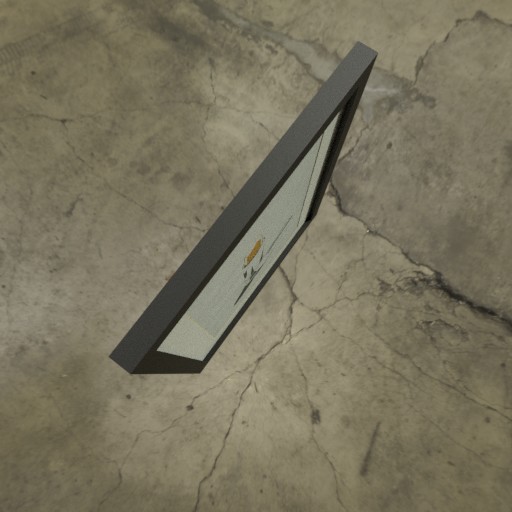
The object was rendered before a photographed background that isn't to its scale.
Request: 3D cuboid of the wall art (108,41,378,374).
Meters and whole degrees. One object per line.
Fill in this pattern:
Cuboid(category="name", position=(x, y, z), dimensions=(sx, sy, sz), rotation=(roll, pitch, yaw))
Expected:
Cuboid(category="wall art", position=(0.000, 0.000, 0.753), dimensions=(0.029, 0.559, 0.457), rotation=(35, 78, 9))
